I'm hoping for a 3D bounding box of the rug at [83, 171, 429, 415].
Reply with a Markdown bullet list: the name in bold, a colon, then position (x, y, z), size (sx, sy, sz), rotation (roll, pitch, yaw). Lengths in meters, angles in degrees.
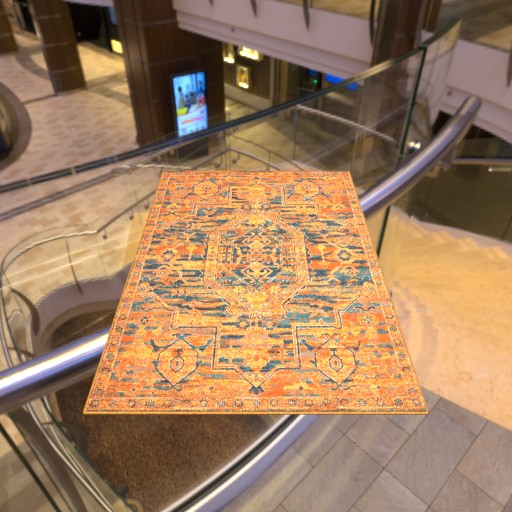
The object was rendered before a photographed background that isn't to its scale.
- **rug**: position (0.000, 0.000, 3.730), size (2.043, 0.019, 2.916), rotation (0, 40, 0)
